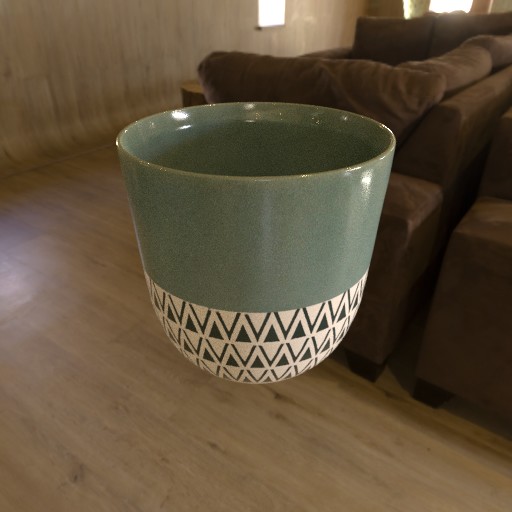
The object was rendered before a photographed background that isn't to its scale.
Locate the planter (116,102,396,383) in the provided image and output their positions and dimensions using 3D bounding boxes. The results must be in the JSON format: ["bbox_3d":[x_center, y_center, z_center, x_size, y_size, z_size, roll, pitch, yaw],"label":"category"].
[{"bbox_3d":[0.000,0.000,0.379,0.198,0.214,0.198,0,31,0],"label":"planter"}]
